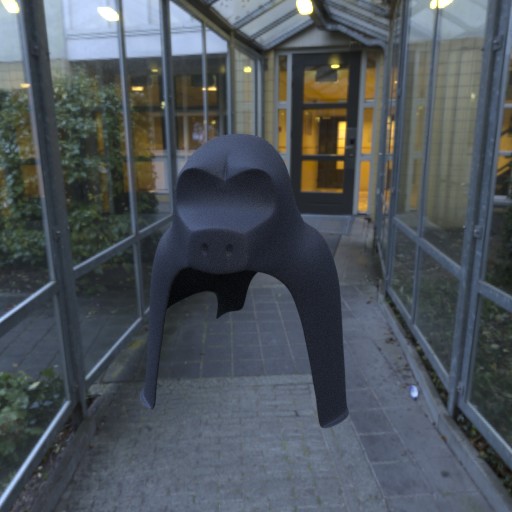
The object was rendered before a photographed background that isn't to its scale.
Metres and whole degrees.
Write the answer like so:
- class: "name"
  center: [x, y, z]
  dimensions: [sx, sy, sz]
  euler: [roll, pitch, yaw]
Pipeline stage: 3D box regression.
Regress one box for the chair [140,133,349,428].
- class: "chair"
  center: [0.000, 0.000, 1.143]
  dimensions: [0.490, 0.600, 0.758]
  euler: [3, 14, 10]
